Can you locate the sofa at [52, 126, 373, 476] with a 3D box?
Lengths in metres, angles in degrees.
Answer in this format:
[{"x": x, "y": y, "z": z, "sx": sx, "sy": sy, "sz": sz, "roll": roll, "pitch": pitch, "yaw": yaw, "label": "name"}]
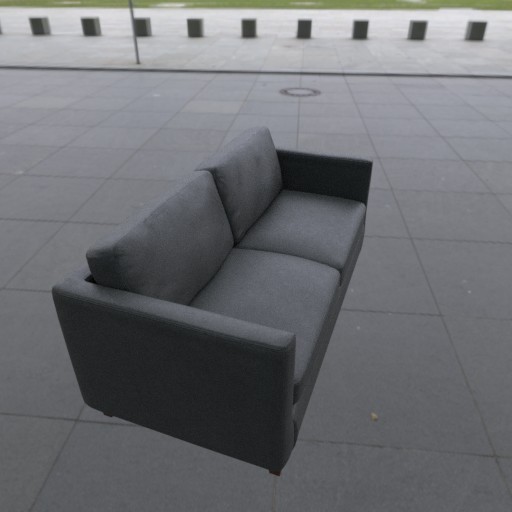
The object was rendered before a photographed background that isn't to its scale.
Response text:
[{"x": 0.000, "y": 0.000, "z": 2.367, "sx": 0.951, "sy": 0.933, "sz": 1.883, "roll": 11, "pitch": 34, "yaw": 17, "label": "sofa"}]
